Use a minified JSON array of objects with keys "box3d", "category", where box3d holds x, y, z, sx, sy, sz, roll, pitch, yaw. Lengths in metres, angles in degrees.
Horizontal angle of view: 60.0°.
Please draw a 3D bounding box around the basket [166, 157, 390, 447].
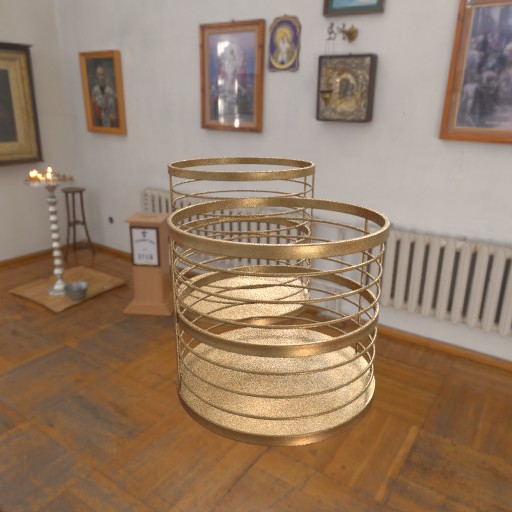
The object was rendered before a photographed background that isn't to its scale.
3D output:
[{"box3d":[0.000,0.000,0.945,0.356,0.351,0.746,-3,18,-10],"category":"basket"}]
